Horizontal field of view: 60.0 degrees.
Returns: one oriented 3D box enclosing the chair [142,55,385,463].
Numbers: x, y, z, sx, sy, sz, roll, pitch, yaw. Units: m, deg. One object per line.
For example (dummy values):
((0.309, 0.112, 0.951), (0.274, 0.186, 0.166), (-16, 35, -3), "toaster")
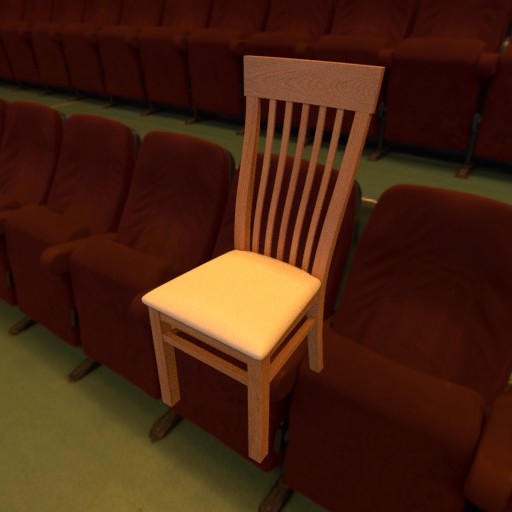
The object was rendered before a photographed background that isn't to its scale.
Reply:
((0.000, 0.000, 1.358), (0.450, 1.050, 0.580), (20, 36, 30), "chair")
